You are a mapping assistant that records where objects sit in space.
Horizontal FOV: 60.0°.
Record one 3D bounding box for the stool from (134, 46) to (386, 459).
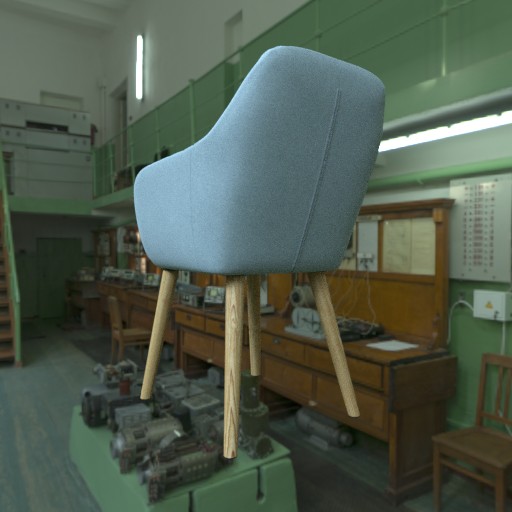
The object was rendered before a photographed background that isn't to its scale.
[{"bbox_3d":[0.000,0.000,1.161,0.503,0.830,0.590,-1,1,-36],"label":"stool"}]
